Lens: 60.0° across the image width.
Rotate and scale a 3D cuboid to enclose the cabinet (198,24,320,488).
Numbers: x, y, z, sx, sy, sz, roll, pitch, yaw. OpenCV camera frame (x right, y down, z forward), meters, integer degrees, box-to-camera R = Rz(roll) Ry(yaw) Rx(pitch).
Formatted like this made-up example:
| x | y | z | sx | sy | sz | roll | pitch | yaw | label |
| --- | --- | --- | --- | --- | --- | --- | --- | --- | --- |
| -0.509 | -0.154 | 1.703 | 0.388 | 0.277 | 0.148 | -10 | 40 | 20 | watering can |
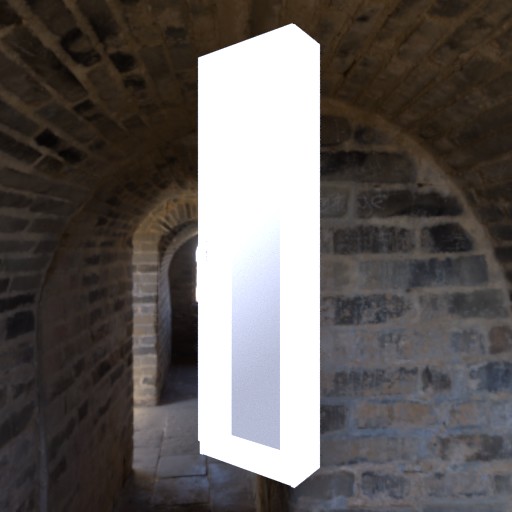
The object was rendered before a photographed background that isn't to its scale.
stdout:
| x | y | z | sx | sy | sz | roll | pitch | yaw | label |
| --- | --- | --- | --- | --- | --- | --- | --- | --- | --- |
| 0.000 | 0.000 | 1.932 | 0.500 | 1.790 | 0.230 | 0 | 0 | 36 | cabinet |
